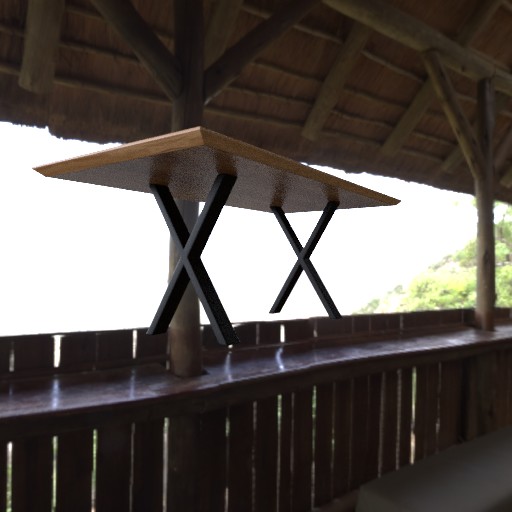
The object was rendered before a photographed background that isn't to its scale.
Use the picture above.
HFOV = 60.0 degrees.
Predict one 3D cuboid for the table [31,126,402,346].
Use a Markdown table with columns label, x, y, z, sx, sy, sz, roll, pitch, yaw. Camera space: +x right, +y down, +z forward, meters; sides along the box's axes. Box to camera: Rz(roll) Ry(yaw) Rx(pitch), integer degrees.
| label | x | y | z | sx | sy | sz | roll | pitch | yaw |
| --- | --- | --- | --- | --- | --- | --- | --- | --- | --- |
| table | 0.000 | 0.000 | 2.461 | 1.000 | 0.770 | 2.000 | -1 | -1 | 35 |
